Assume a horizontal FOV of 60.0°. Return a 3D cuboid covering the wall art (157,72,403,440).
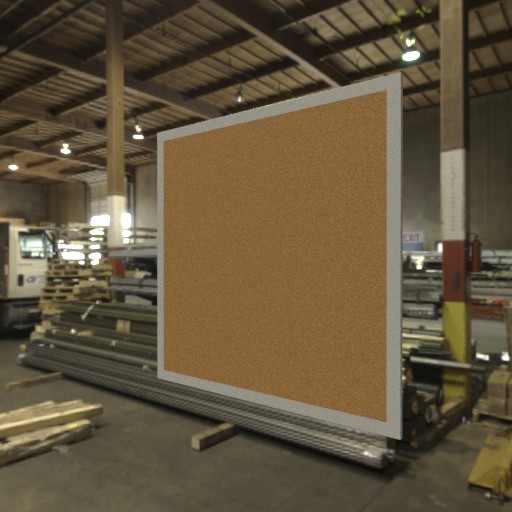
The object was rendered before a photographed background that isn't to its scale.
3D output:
[{"bbox_3d":[0.000,0.000,1.230,0.812,0.813,0.013,0,0,37],"label":"wall art"}]
